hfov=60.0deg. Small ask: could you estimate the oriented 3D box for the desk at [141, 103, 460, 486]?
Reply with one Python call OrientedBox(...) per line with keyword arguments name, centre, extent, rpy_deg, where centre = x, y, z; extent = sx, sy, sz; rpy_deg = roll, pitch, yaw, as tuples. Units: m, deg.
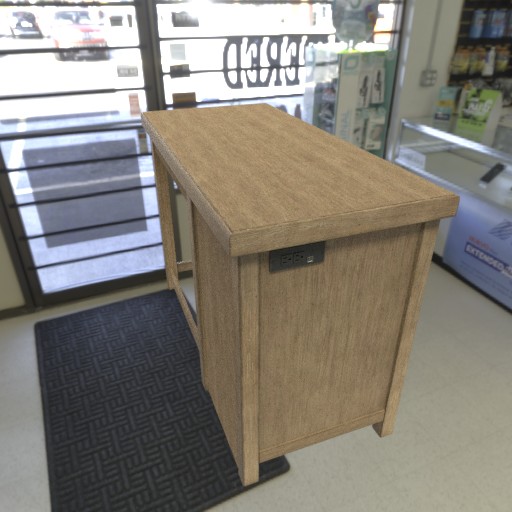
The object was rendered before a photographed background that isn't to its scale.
OrientedBox(name="desk", centre=(0.000, 0.000, 1.762), extent=(0.610, 0.912, 1.289), rpy_deg=(-11, 31, -18))
